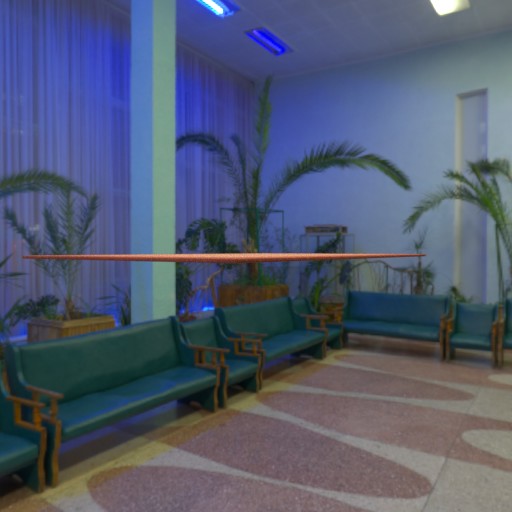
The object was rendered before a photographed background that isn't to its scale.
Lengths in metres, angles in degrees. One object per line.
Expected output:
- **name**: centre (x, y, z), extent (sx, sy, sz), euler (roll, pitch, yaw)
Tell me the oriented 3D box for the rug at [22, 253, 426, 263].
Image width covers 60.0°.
- **rug**: centre (0.000, 0.000, 2.323), extent (1.219, 0.014, 1.829), euler (1, 1, 37)
